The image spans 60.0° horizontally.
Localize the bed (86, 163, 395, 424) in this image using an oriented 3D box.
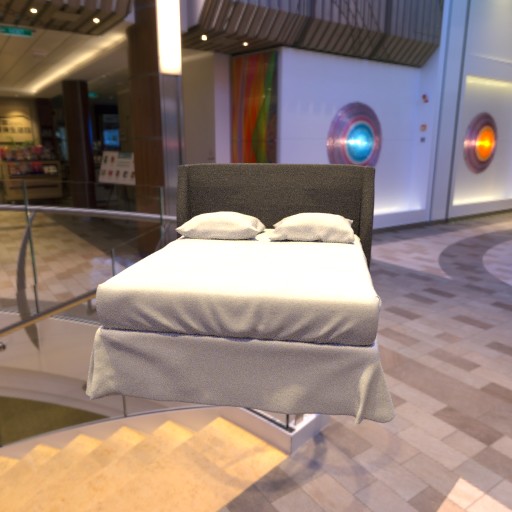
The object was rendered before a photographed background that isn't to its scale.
[{"bbox_3d":[0.000,0.000,3.444,1.925,1.332,2.276,2,14,9],"label":"bed"}]
